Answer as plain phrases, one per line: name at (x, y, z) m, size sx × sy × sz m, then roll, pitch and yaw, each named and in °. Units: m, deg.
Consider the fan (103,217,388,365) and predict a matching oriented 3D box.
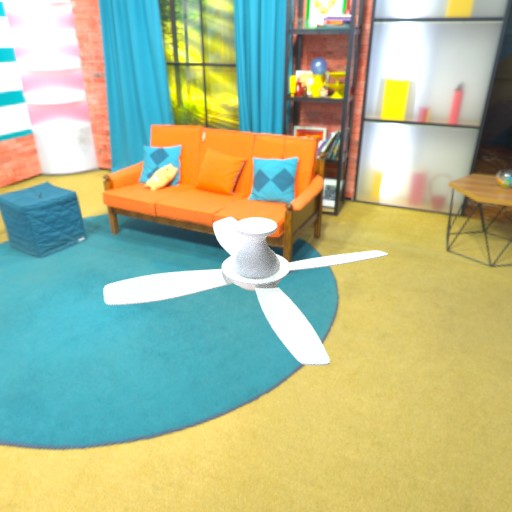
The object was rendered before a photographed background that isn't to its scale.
fan at (0.000, 0.000, 2.530) m, size 1.694 × 0.382 × 1.693 m, roll -8°, pitch 28°, yaw -16°
